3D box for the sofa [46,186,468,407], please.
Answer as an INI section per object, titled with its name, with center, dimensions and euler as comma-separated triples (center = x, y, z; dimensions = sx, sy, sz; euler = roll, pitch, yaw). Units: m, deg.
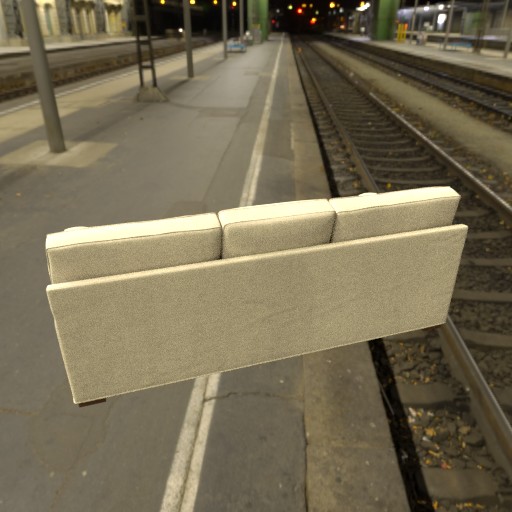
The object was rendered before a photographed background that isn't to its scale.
[sofa]
center = 0.000, 0.000, 2.567
dimensions = 2.093, 0.862, 0.936
euler = -8, 29, -16
